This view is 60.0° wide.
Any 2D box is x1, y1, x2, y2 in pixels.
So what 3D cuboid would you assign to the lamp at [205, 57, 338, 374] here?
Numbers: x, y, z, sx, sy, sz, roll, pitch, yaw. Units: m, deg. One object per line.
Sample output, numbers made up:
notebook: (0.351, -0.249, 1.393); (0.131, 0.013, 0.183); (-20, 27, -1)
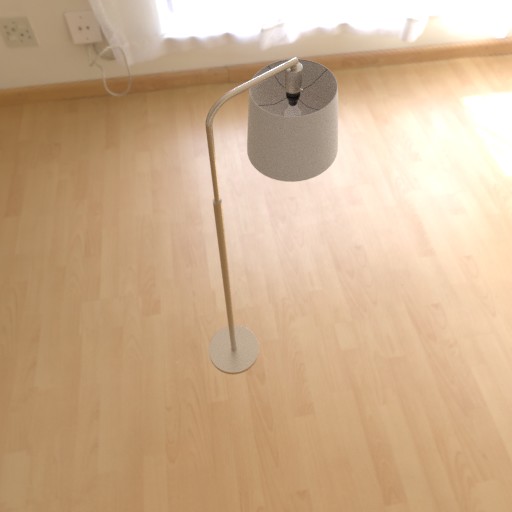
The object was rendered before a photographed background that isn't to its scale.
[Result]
lamp: (0.000, 0.000, 1.606); (0.508, 1.478, 0.254); (-30, 62, -18)
